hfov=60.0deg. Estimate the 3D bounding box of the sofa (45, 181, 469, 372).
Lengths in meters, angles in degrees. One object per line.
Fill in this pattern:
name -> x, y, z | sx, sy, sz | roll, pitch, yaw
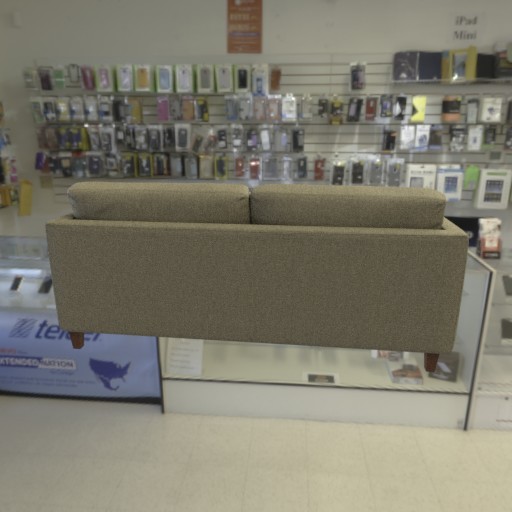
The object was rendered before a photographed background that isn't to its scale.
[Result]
sofa -> 0.000, 0.000, 2.763 | 2.208, 0.960, 0.956 | 2, 17, 7
